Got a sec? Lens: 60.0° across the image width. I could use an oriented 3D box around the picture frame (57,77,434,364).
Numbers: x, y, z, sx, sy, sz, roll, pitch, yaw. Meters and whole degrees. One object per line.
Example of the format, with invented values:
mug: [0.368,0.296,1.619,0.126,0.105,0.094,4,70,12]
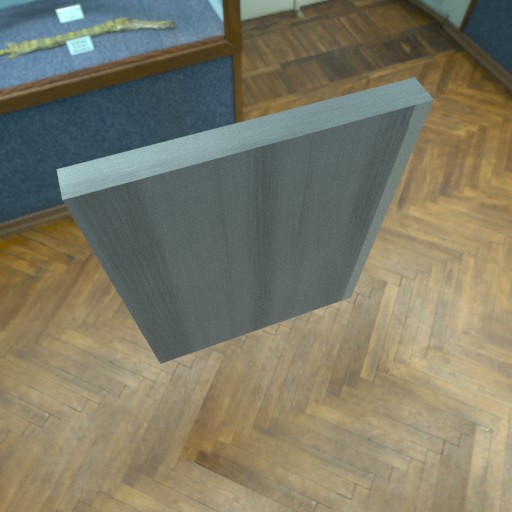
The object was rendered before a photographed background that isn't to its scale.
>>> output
picture frame: [0.000,0.000,0.752,0.449,0.555,0.046,-18,60,-10]
